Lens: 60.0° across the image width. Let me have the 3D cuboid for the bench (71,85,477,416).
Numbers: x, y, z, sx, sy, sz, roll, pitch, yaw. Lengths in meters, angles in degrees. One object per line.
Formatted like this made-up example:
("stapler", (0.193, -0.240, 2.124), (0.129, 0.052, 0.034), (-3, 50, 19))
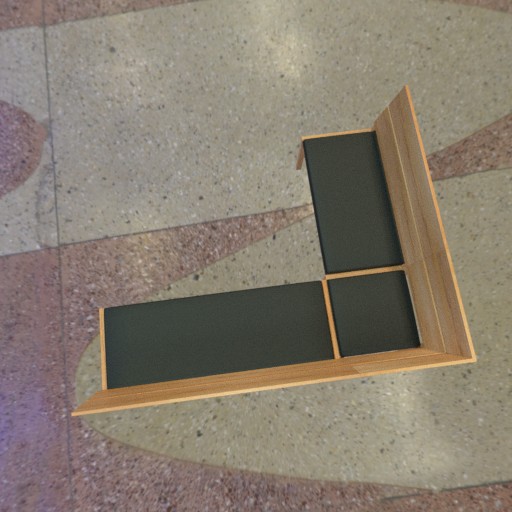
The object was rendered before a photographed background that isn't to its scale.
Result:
("bench", (0.000, 0.000, 2.727), (1.948, 0.890, 1.548), (-7, 76, -2))
